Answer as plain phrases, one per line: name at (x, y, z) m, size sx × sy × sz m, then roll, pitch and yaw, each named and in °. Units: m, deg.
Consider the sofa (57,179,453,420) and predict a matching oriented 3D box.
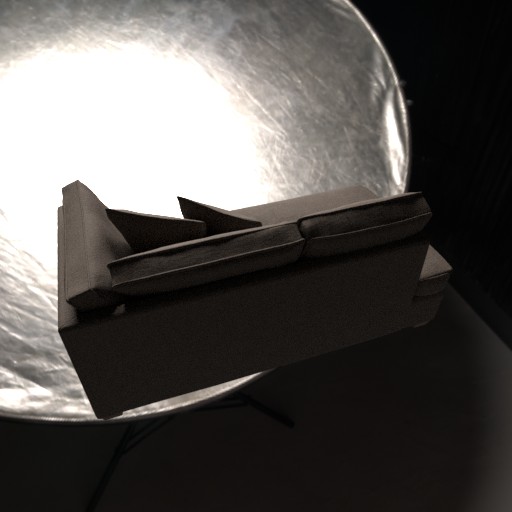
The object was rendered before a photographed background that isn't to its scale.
sofa at (0.000, 0.000, 2.819) m, size 2.237 × 1.033 × 1.110 m, roll -13°, pitch 42°, yaw -15°
